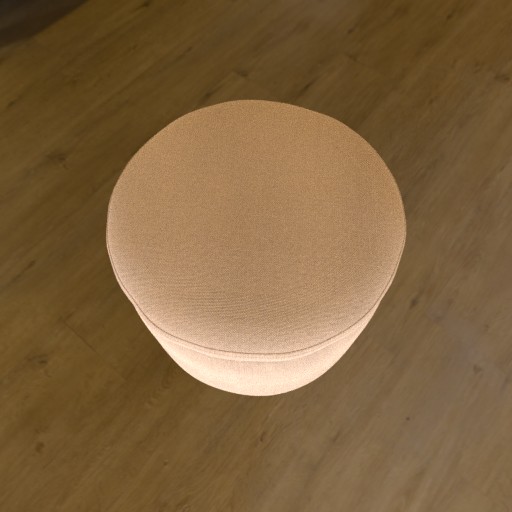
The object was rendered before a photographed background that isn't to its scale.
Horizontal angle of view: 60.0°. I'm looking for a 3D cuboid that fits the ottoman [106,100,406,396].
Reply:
[{"bbox_3d":[0.000,0.000,0.886,0.497,0.409,0.497,0,64,0],"label":"ottoman"}]
